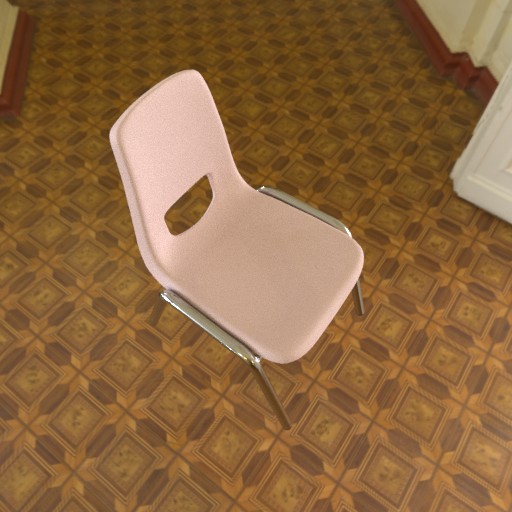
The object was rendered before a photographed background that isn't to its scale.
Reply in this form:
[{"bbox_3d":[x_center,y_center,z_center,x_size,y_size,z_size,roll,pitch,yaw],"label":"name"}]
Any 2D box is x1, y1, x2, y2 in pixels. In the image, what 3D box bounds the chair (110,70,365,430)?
[{"bbox_3d":[0.000,0.000,0.855,0.423,0.586,0.354,31,62,18],"label":"chair"}]
